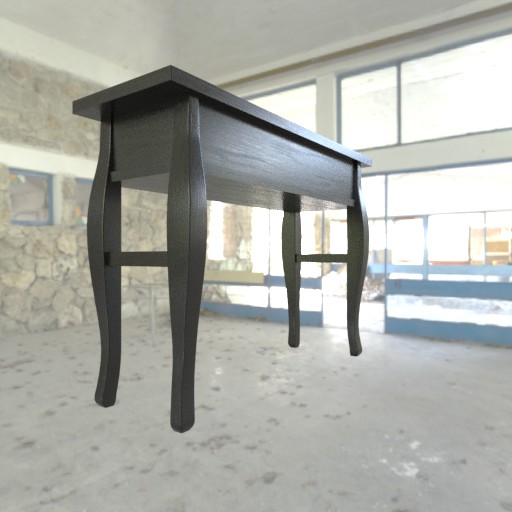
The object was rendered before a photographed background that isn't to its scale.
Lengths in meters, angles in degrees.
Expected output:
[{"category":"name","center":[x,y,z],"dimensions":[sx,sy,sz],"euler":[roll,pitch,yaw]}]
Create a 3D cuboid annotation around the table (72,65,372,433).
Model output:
[{"category":"table","center":[0.000,0.000,1.425],"dimensions":[0.373,0.768,1.062],"euler":[0,0,36]}]
